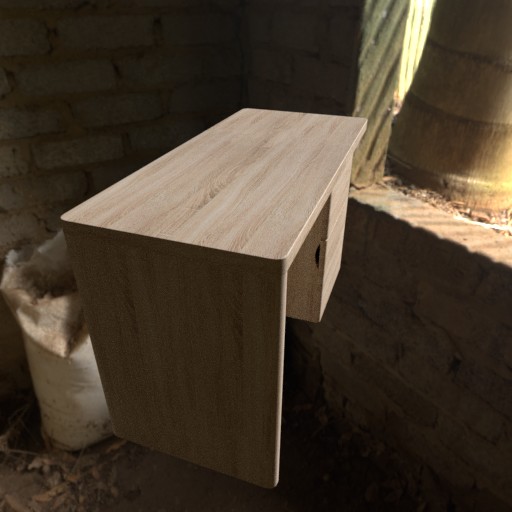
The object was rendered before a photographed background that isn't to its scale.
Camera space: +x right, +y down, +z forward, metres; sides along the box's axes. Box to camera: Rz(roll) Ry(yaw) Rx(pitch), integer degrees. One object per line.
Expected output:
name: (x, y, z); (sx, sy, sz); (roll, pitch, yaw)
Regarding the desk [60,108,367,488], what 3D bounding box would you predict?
desk: (0.000, 0.000, 1.617); (0.550, 0.760, 1.200); (11, 32, 17)
